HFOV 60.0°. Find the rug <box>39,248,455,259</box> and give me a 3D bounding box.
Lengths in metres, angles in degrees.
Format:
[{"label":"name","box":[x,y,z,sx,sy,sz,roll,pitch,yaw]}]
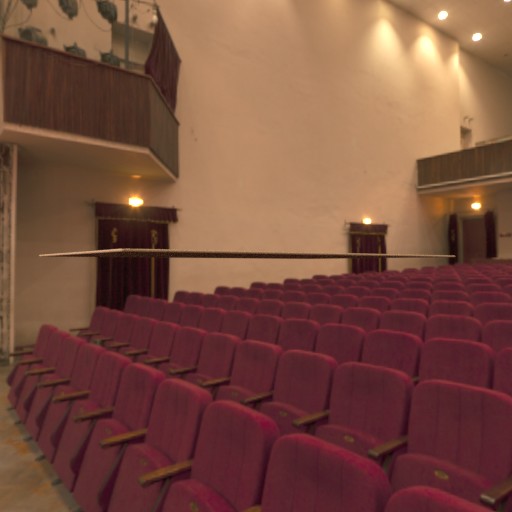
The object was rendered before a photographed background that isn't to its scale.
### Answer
[{"label":"rug","box":[0.000,0.000,3.043,2.435,0.011,1.517,1,-1,-37]}]
